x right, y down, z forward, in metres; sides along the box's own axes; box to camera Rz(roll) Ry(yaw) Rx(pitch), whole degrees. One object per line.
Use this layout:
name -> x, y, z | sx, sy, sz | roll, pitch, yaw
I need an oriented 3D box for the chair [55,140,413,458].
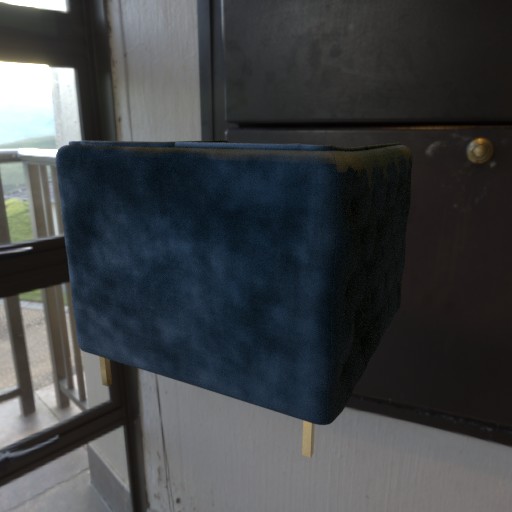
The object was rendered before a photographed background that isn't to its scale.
chair -> 0.000, 0.000, 1.505 | 0.868, 0.771, 0.877 | 8, 18, 26
